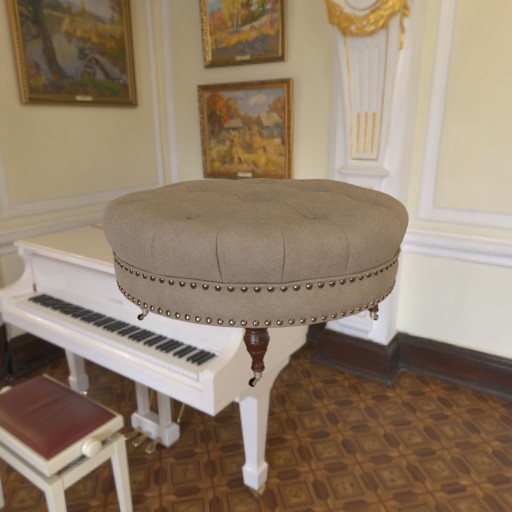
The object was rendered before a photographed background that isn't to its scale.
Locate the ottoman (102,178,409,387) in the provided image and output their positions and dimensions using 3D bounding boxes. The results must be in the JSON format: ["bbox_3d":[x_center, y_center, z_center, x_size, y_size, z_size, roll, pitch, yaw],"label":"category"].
[{"bbox_3d":[0.000,0.000,1.396,0.901,0.439,0.901,0,16,0],"label":"ottoman"}]
